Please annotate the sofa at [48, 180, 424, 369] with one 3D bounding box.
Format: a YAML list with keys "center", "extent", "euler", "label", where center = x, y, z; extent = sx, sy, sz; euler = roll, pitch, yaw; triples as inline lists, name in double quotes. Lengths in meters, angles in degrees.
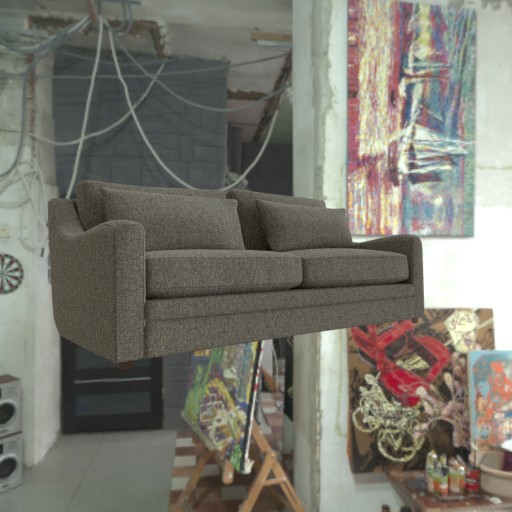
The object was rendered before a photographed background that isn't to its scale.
- center: [0.000, 0.000, 3.018]
  extent: [2.418, 0.998, 1.103]
  euler: [0, 0, -37]
  label: "sofa"
